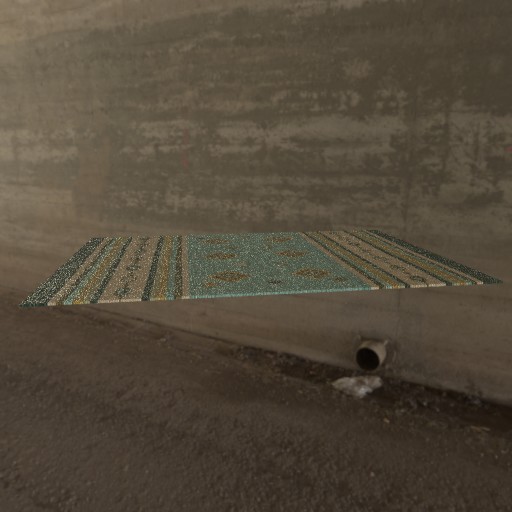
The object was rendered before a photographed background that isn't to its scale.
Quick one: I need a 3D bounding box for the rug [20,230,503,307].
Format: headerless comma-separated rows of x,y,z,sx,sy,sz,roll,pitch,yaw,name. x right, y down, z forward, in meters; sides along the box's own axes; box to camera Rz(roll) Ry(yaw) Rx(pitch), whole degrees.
0.000,0.000,2.222,1.811,0.010,1.212,-2,13,-9,rug
